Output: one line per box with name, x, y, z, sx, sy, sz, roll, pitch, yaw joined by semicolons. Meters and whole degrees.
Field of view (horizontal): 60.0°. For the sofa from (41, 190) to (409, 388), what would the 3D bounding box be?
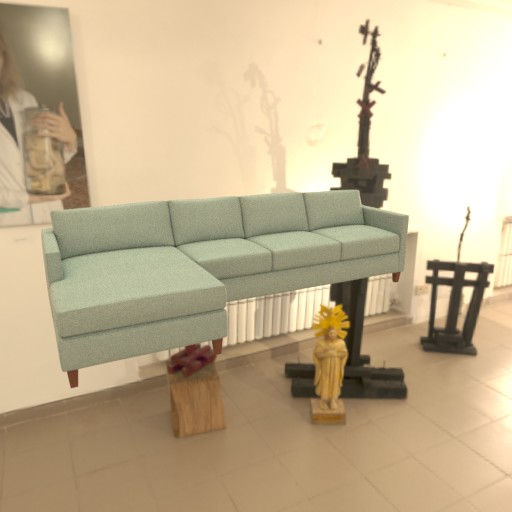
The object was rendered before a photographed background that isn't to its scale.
sofa;0.000;0.000;4.042;3.470;0.953;1.600;-8;17;-26
